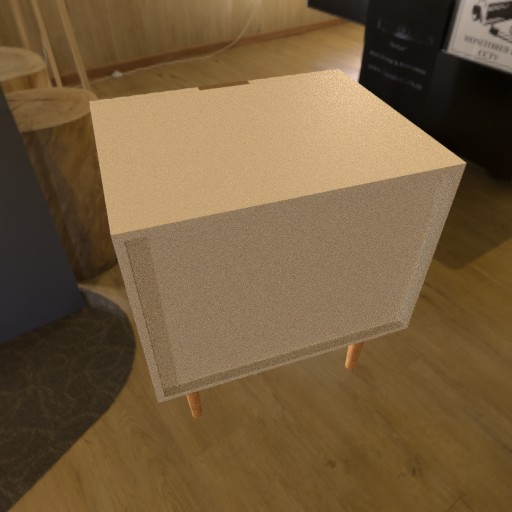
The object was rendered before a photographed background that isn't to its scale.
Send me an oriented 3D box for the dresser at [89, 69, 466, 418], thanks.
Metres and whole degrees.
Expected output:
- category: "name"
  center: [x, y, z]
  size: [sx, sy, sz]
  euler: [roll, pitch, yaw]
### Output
- category: "dresser"
  center: [0.000, 0.000, 0.916]
  size: [0.503, 0.568, 0.414]
  euler: [-13, 44, -14]
